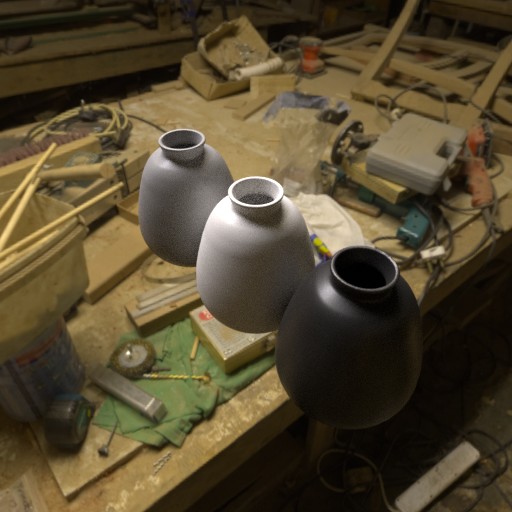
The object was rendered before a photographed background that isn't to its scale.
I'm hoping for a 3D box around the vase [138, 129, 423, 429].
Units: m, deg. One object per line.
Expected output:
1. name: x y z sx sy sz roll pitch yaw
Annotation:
1. vase: 0.000 0.000 0.351 0.097 0.122 0.297 -27 48 -28
